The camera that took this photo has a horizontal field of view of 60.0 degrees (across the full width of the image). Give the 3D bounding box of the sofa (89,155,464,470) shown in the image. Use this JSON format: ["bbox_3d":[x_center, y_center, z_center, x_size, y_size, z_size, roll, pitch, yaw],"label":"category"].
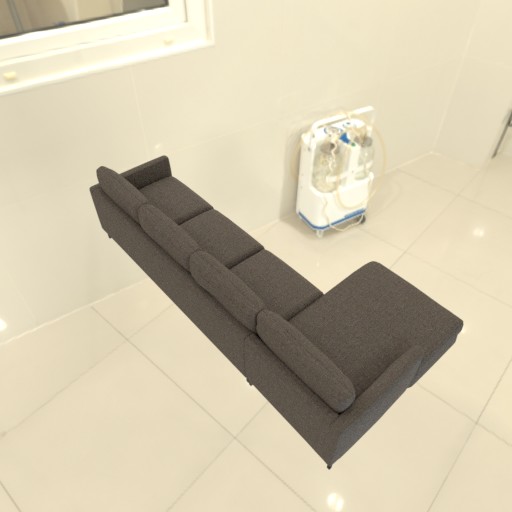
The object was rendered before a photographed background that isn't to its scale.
[{"bbox_3d":[0.000,0.000,3.295,1.258,0.754,2.731,-32,54,-28],"label":"sofa"}]
